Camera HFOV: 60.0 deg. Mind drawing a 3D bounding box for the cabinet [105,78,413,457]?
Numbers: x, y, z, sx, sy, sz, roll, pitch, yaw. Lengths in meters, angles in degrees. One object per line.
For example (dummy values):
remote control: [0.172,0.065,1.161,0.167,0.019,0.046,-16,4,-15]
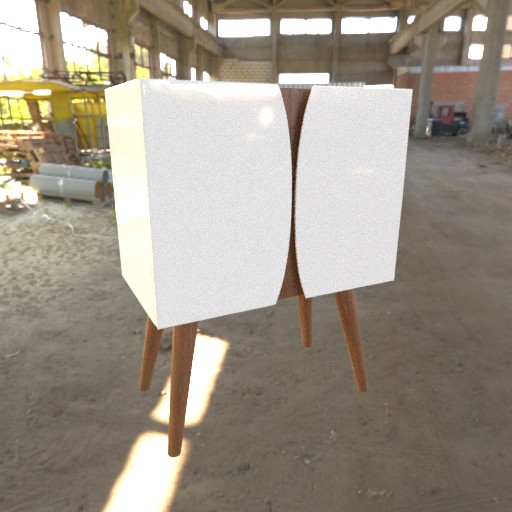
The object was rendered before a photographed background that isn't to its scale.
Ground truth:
cabinet: [0.000,0.000,1.093,0.591,0.772,0.344,-9,19,-26]
